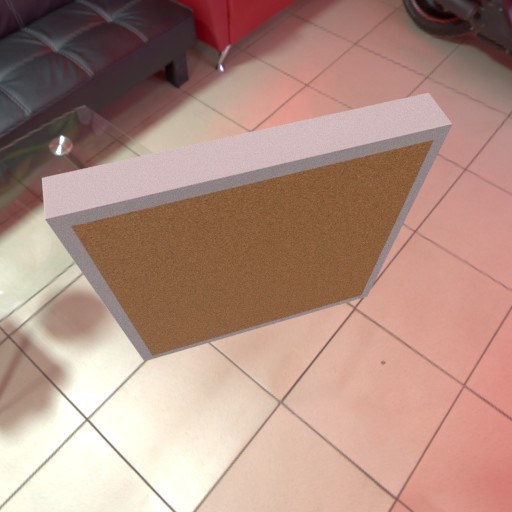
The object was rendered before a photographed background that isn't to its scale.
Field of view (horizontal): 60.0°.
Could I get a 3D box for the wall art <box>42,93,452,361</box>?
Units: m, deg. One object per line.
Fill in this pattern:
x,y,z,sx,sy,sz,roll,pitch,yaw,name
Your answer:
0.000,0.000,0.457,0.305,0.305,0.038,-15,60,-9,wall art
